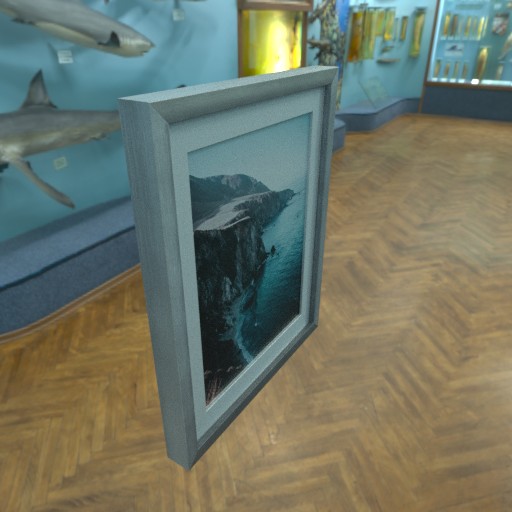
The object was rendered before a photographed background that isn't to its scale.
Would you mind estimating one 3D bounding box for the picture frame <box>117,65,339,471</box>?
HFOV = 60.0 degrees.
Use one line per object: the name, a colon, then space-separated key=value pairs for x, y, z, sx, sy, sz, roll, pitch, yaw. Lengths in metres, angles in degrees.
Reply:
picture frame: x=0.000 y=0.000 z=0.743 sx=0.046 sy=0.555 sz=0.449 roll=17 pitch=33 yaw=29
